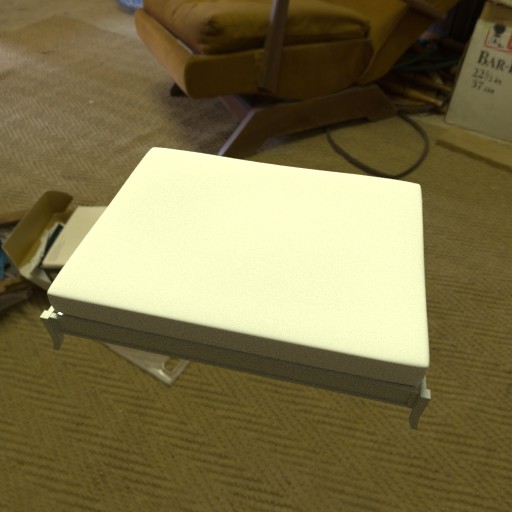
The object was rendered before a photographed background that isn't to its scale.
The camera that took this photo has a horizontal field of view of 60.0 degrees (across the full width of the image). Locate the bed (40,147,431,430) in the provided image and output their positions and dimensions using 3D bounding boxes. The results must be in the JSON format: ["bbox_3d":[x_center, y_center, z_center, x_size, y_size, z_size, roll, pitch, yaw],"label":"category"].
[{"bbox_3d":[0.000,0.000,2.845,2.108,0.510,1.604,10,46,9],"label":"bed"}]
